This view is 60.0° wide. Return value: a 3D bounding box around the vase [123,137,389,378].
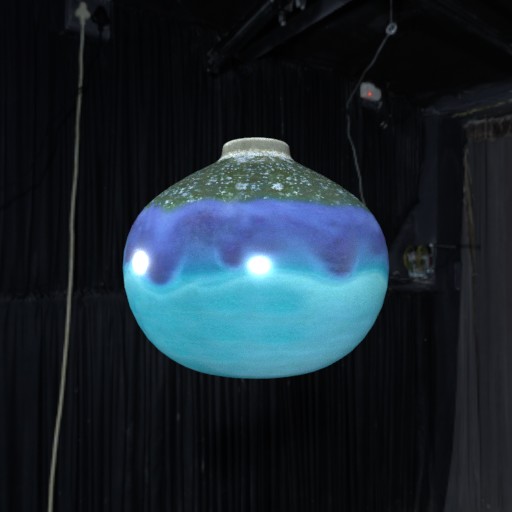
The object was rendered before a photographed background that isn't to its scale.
[{"bbox_3d":[0.000,0.000,0.268,0.154,0.133,0.154,0,-1,0],"label":"vase"}]
